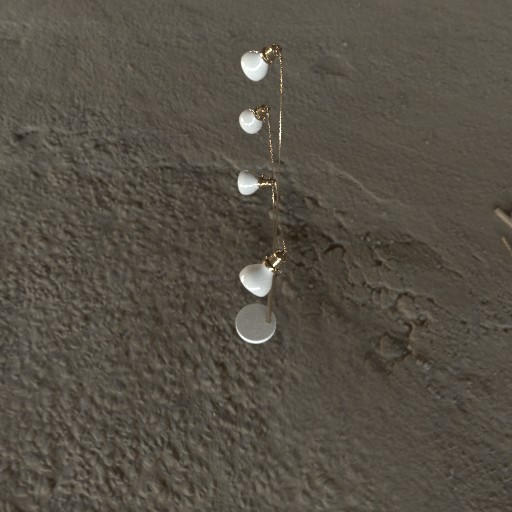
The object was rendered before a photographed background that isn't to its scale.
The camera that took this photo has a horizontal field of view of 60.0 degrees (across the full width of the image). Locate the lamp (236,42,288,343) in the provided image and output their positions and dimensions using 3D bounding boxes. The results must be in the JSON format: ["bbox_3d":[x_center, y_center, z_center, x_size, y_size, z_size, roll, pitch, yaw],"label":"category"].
[{"bbox_3d":[0.000,0.000,2.940,0.361,2.423,1.405,0,58,0],"label":"lamp"}]
